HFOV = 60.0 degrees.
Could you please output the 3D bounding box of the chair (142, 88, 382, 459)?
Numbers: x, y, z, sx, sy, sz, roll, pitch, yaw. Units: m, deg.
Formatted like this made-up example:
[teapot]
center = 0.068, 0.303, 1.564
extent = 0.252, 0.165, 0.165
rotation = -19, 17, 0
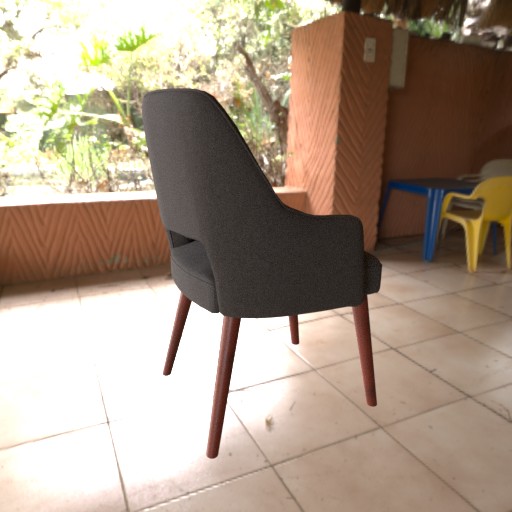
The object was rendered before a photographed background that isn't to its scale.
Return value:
[chair]
center = 0.000, 0.000, 1.230
extent = 0.560, 0.838, 0.559
rotation = -7, 17, -25
